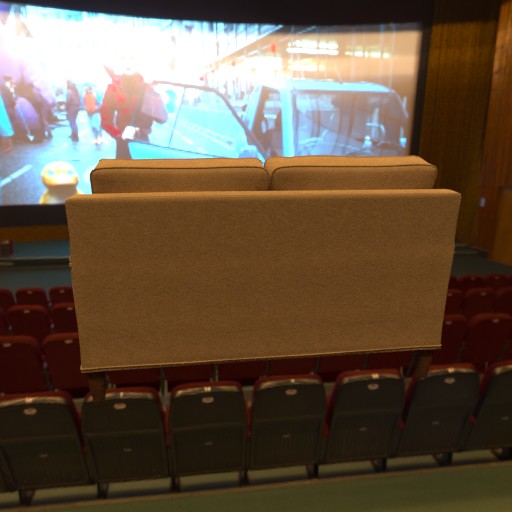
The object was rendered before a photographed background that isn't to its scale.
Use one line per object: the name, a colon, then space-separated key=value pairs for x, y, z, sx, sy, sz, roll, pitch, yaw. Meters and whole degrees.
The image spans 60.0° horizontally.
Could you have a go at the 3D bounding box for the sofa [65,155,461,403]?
sofa: x=0.000 y=0.000 z=2.238 sx=1.597 sy=1.002 sz=1.084 roll=-2 pitch=14 yaw=-8
